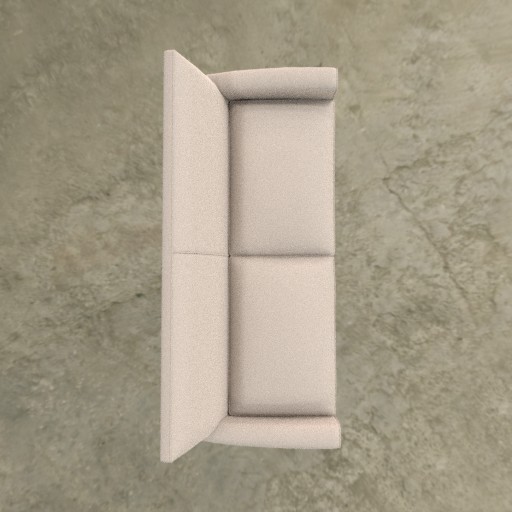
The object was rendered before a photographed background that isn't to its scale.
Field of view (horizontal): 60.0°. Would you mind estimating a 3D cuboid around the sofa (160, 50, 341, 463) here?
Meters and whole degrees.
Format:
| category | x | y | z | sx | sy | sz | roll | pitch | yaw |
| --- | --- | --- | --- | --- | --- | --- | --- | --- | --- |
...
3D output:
| category | x | y | z | sx | sy | sz | roll | pitch | yaw |
| --- | --- | --- | --- | --- | --- | --- | --- | --- | --- |
| sofa | 0.000 | 0.000 | 2.453 | 0.875 | 0.846 | 2.000 | 0 | 88 | 0 |
